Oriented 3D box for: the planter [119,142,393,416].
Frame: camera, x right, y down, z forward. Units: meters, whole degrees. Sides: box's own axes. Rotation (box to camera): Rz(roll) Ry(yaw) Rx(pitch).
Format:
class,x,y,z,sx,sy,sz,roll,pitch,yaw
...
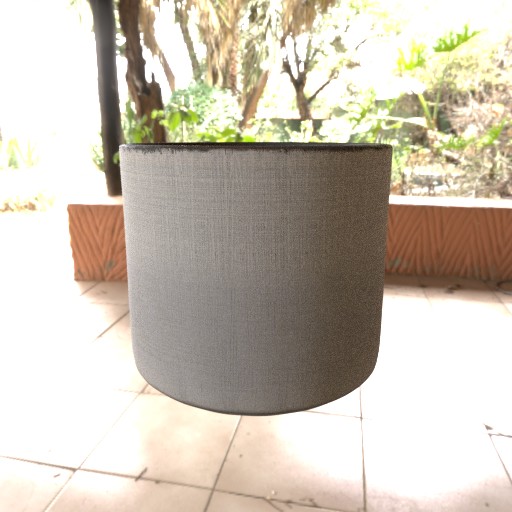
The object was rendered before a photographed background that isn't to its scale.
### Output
class,x,y,z,sx,sy,sz,roll,pitch,yaw
planter,0.000,0.000,0.448,0.254,0.221,0.254,0,15,0
